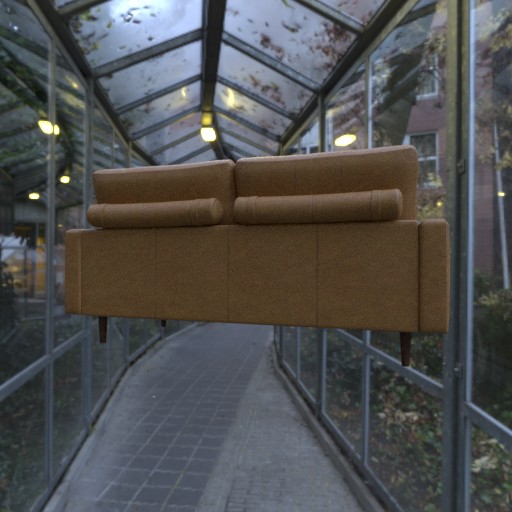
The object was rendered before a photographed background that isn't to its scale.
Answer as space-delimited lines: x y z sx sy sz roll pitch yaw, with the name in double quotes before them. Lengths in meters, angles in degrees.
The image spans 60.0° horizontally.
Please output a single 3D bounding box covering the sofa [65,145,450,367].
"sofa" 0.000 0.000 2.308 1.821 0.898 0.850 0 0 20
